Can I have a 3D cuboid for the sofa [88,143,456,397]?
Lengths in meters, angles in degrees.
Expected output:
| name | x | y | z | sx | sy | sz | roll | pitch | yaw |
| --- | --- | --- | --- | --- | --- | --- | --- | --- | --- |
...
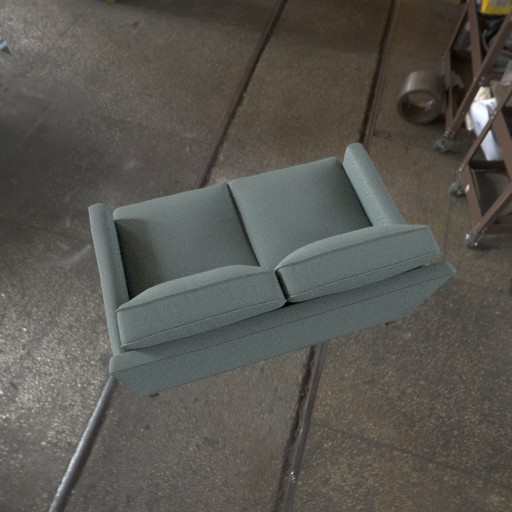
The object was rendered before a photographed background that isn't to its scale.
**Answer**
| name | x | y | z | sx | sy | sz | roll | pitch | yaw |
| --- | --- | --- | --- | --- | --- | --- | --- | --- | --- |
| sofa | 0.000 | 0.000 | 2.360 | 1.597 | 1.003 | 1.084 | -15 | 61 | -8 |
